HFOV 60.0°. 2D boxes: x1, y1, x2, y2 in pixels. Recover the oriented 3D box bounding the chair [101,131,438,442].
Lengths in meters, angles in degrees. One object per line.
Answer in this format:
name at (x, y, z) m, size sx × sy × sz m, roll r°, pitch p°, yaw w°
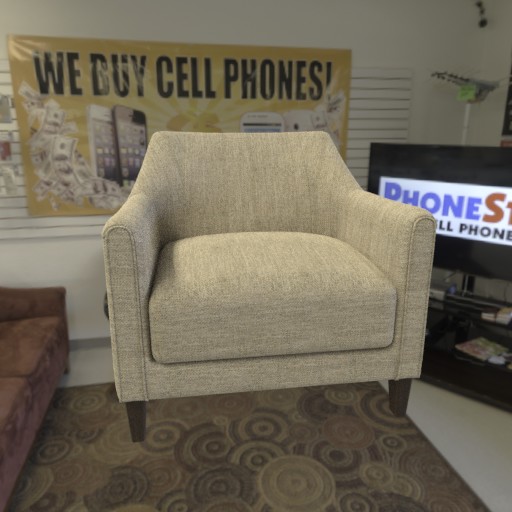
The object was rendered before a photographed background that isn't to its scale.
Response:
chair at (0.000, 0.000, 1.400) m, size 0.796 × 0.761 × 0.758 m, roll -2°, pitch 16°, yaw -8°
